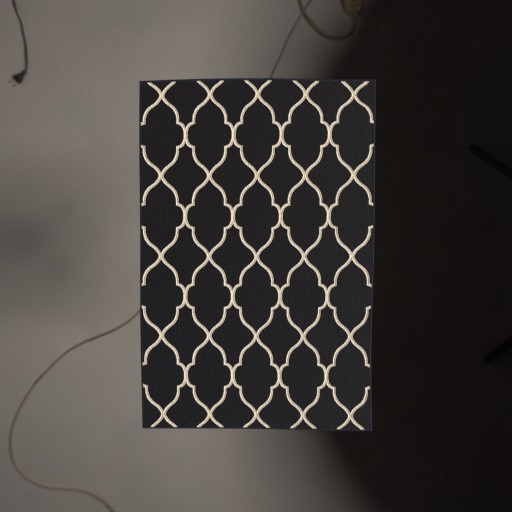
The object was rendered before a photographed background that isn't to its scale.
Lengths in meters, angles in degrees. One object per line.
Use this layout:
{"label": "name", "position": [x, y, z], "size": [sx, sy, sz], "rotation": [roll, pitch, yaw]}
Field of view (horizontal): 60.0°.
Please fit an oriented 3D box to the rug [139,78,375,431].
{"label": "rug", "position": [0.000, 0.000, 2.890], "size": [1.528, 0.014, 2.294], "rotation": [0, 92, 2]}
